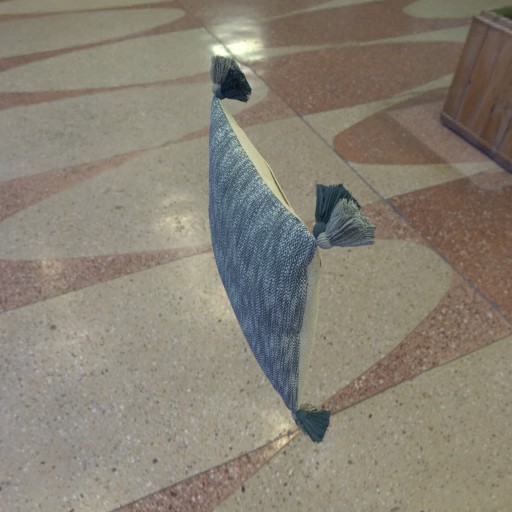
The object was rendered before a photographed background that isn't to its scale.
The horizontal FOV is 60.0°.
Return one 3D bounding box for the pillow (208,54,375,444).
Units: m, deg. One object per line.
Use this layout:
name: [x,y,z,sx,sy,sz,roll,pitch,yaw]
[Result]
pillow: [0.000,0.000,0.913,0.138,0.634,0.614,-15,47,-14]
